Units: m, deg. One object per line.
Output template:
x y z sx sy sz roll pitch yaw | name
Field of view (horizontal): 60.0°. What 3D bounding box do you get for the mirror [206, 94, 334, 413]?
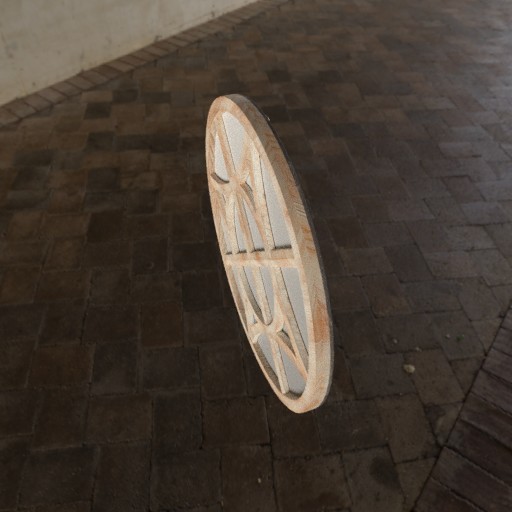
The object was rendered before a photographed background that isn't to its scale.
0.000 0.000 1.029 0.038 0.710 0.710 -15 48 -14 | mirror
